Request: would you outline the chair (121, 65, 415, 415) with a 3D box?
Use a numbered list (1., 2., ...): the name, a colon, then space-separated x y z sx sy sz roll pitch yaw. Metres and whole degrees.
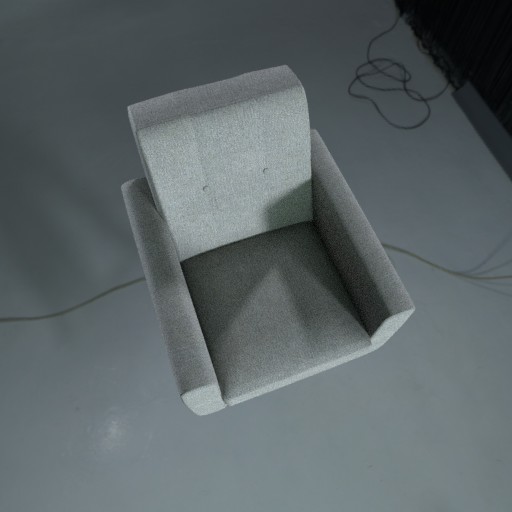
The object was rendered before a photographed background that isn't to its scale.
1. chair: 0.000 0.000 1.742 0.845 0.968 0.942 -18 64 -9
